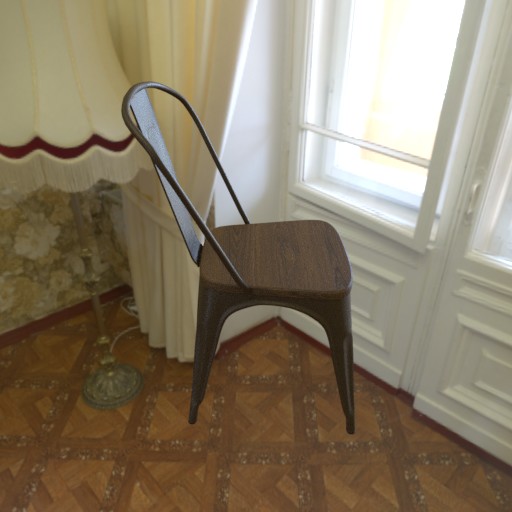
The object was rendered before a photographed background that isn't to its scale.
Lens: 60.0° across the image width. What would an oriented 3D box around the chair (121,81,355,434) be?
[{"bbox_3d":[0.000,0.000,1.158,0.532,0.844,0.451,0,31,0],"label":"chair"}]
